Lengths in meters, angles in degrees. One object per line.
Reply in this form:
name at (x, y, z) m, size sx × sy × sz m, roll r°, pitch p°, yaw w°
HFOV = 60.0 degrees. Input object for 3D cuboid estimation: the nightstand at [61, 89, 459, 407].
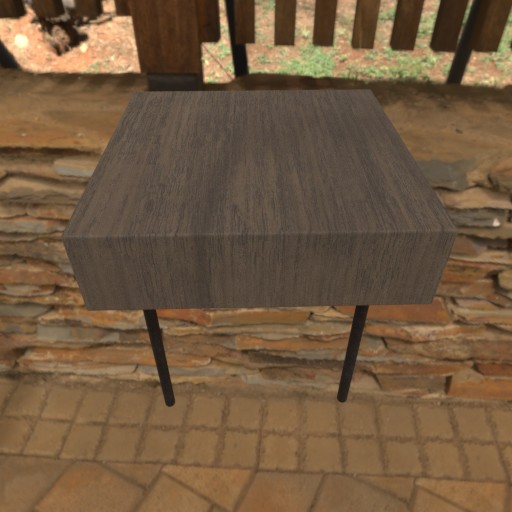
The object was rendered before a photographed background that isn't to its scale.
nightstand at (0.000, 0.000, 0.907) m, size 0.503 × 0.497 × 0.502 m, roll -1°, pitch 40°, yaw -1°
